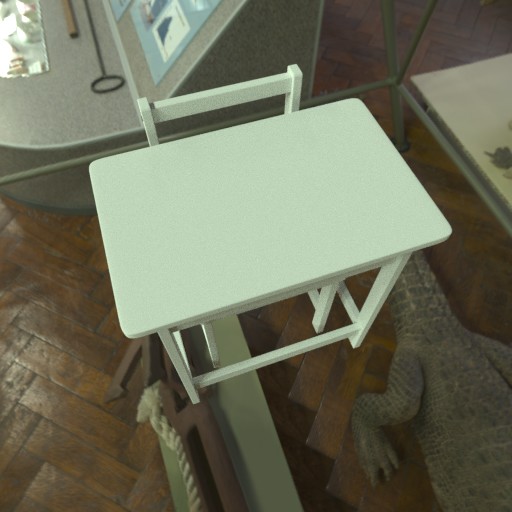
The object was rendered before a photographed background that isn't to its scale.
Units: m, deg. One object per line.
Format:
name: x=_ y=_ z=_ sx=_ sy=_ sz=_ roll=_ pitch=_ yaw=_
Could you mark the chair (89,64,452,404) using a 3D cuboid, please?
chair: x=0.000 y=0.000 z=1.084 sx=0.599 sy=0.673 sz=0.461 roll=-17 pitch=60 yaw=-10
